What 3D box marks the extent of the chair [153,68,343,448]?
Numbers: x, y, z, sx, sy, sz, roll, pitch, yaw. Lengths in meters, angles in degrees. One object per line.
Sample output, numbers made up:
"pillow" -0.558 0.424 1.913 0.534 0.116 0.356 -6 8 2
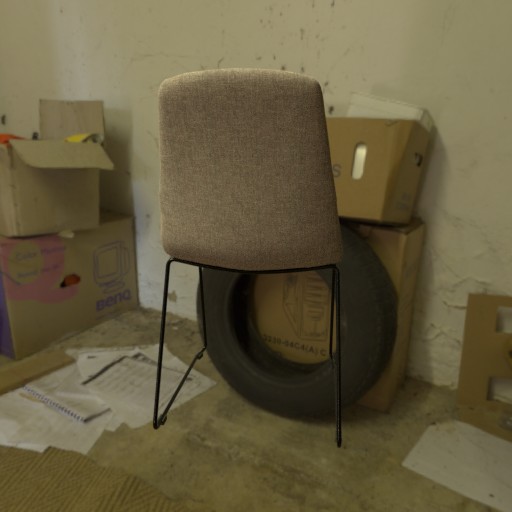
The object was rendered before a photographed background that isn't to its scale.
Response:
"chair" 0.000 0.000 1.167 0.479 0.858 0.518 2 16 8
